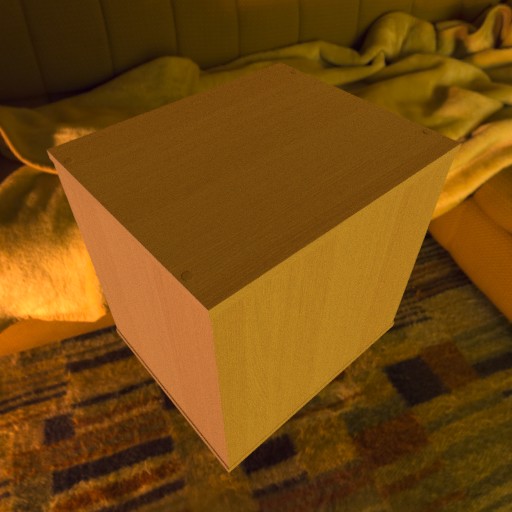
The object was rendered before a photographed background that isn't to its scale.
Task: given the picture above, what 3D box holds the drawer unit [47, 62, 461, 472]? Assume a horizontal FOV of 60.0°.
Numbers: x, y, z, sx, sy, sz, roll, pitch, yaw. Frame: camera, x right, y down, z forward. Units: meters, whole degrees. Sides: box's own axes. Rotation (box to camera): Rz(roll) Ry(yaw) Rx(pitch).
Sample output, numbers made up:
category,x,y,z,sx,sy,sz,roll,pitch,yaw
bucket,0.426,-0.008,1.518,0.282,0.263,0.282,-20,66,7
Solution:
category,x,y,z,sx,sy,sz,roll,pitch,yaw
drawer unit,0.000,0.000,0.607,0.349,0.344,0.290,-32,54,-28
